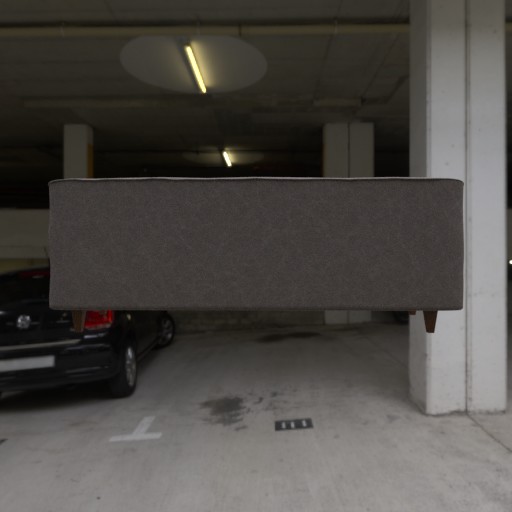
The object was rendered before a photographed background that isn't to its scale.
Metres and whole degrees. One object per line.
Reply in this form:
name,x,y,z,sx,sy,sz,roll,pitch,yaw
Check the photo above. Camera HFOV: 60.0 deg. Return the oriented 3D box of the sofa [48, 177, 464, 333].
sofa,0.000,0.000,2.684,2.247,0.806,0.917,0,0,1
